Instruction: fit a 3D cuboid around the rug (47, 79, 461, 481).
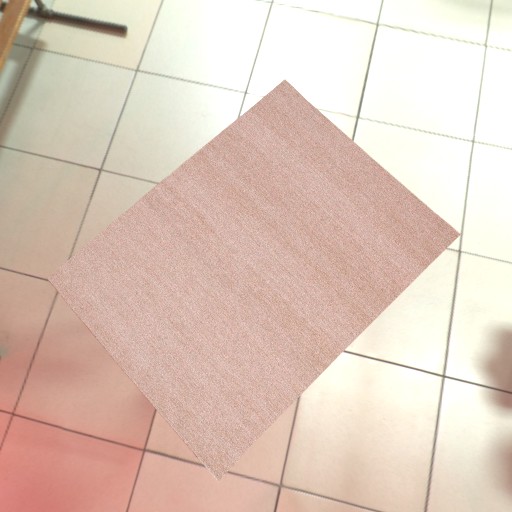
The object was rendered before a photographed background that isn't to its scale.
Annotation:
[{"bbox_3d":[0.000,0.000,4.256,3.202,0.045,2.434,-42,79,-10],"label":"rug"}]
